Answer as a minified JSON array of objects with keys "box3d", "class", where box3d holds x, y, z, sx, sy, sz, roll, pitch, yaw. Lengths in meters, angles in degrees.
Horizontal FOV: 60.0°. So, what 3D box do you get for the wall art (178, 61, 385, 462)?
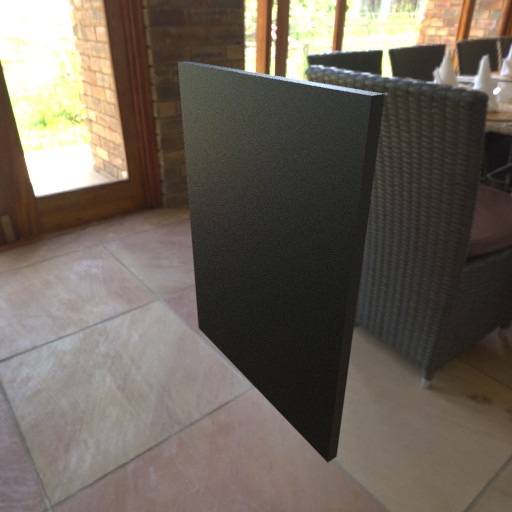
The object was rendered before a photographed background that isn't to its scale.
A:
[{"box3d":[0.000,0.000,1.389,0.038,1.062,0.806,-19,34,-31],"class":"wall art"}]
